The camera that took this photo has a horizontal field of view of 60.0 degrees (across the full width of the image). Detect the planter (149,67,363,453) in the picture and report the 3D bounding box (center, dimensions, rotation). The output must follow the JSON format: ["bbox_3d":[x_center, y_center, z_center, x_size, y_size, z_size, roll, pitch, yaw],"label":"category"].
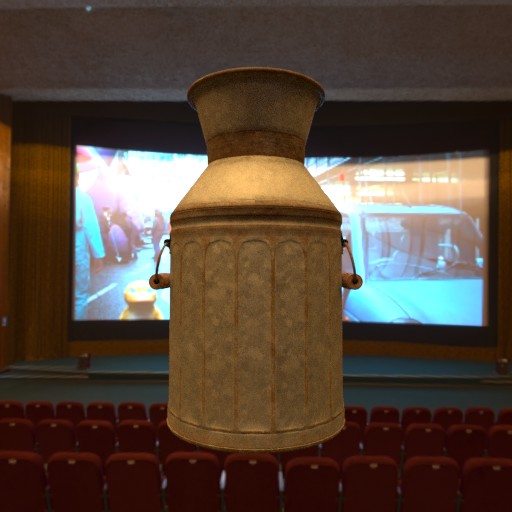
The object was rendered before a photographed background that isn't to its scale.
[{"bbox_3d":[0.000,0.000,0.546,0.245,0.396,0.214,0,-2,1],"label":"planter"}]
